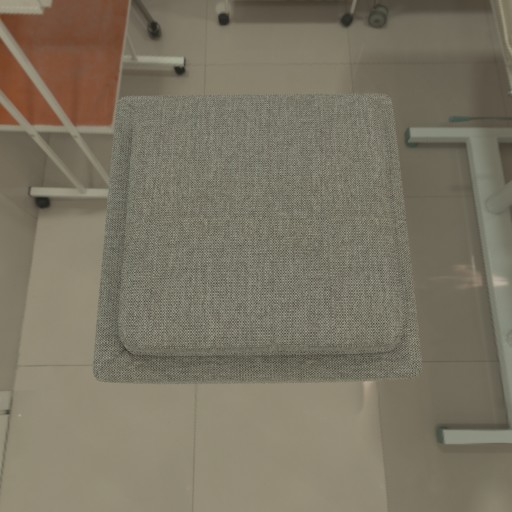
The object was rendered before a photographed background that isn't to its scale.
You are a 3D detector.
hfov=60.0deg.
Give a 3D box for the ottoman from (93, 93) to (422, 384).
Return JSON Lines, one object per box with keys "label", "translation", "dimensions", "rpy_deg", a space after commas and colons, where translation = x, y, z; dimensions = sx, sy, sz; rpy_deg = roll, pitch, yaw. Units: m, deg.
{"label": "ottoman", "translation": [0.000, 0.000, 0.819], "dimensions": [0.450, 0.460, 0.450], "rpy_deg": [-1, 73, 0]}
